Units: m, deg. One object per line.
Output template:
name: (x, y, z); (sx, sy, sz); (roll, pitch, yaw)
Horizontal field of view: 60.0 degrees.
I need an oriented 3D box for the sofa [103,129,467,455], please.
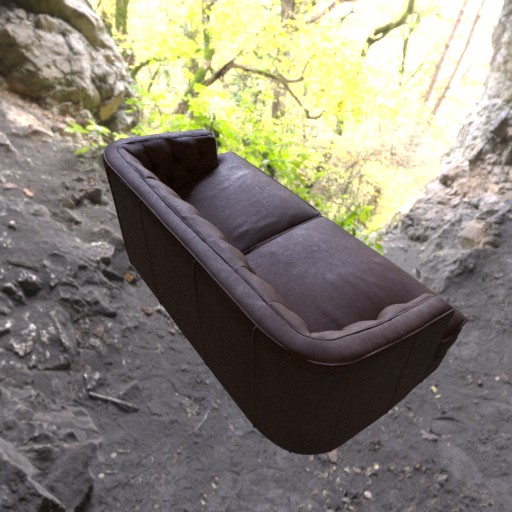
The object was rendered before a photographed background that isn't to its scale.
sofa: (0.000, 0.000, 2.172); (0.917, 0.799, 1.767); (-26, 48, -26)
